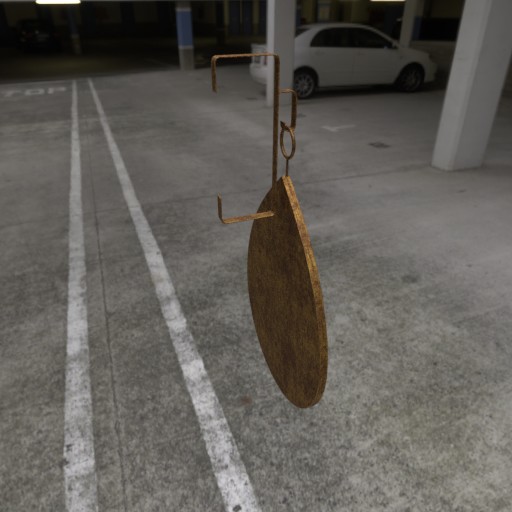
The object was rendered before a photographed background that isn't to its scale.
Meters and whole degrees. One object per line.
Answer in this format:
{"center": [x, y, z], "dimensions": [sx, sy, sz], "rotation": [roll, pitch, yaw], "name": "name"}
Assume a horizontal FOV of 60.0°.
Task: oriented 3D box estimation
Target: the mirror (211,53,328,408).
{"center": [0.000, 0.000, 0.894], "dimensions": [0.144, 0.744, 0.405], "rotation": [-11, 32, -18], "name": "mirror"}
